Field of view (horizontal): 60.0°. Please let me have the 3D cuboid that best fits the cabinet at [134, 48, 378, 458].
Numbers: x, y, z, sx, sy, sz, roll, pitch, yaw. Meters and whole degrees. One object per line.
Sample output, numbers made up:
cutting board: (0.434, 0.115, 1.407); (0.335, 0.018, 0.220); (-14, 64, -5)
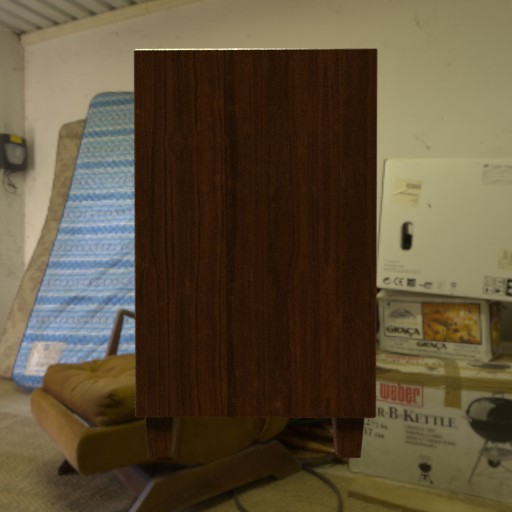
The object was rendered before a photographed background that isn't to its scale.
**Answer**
cabinet: (0.000, 0.000, 1.040); (0.410, 0.695, 0.607); (0, 1, 1)
